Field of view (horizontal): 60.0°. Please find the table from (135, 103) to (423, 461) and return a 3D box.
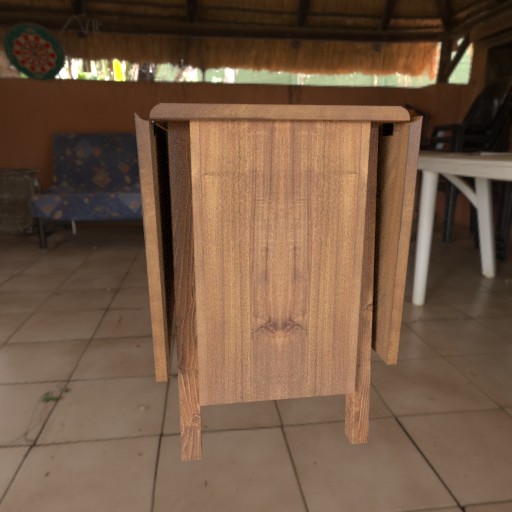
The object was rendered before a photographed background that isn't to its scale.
[{"bbox_3d":[0.000,0.000,1.637,0.701,0.981,0.967,-2,14,-8],"label":"table"}]
